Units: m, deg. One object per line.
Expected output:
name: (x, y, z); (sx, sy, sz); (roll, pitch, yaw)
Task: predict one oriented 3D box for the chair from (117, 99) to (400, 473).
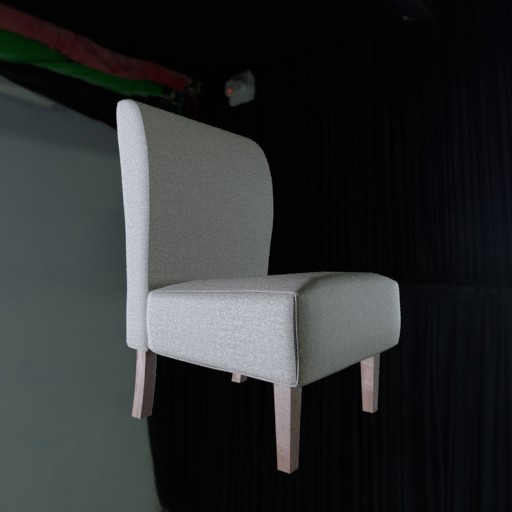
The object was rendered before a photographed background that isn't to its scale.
chair: (0.000, 0.000, 1.137); (0.592, 0.804, 0.513); (0, 0, 37)
